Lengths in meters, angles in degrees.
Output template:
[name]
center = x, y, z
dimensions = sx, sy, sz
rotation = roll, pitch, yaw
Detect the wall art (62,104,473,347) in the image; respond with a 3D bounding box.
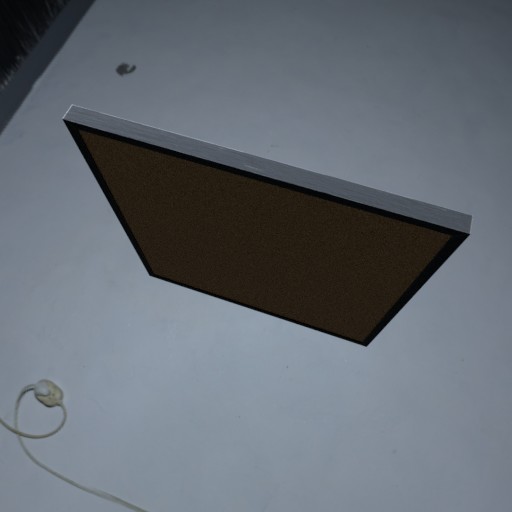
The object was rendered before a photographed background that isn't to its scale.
[wall art]
center = 0.000, 0.000, 1.134
dimensions = 0.761, 0.761, 0.037
rotation = 17, 66, 8
